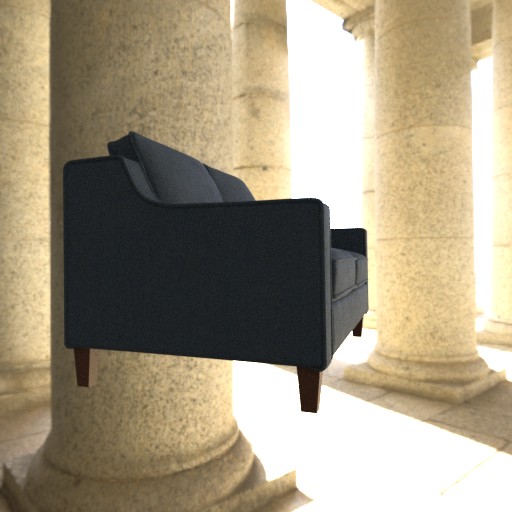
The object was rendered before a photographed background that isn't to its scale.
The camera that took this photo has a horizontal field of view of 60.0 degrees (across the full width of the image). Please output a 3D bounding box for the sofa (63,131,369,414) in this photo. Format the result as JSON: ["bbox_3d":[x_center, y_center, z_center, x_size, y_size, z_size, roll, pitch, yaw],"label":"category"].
[{"bbox_3d":[0.000,0.000,2.168,0.987,0.971,1.501,0,0,19],"label":"sofa"}]
